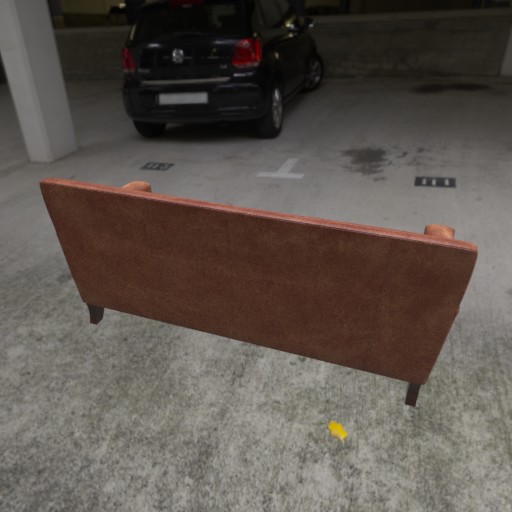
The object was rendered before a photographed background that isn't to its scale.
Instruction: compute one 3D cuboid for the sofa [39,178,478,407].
[{"bbox_3d":[0.000,0.000,2.492,2.053,0.947,0.805,10,33,16],"label":"sofa"}]
